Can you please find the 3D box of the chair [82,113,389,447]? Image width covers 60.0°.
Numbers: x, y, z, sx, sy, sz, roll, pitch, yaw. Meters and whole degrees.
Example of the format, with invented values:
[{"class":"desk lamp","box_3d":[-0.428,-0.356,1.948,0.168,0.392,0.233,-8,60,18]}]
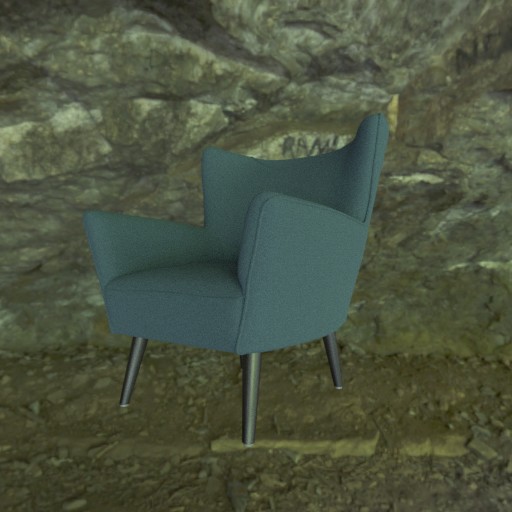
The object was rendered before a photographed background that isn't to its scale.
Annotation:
[{"class":"chair","box_3d":[0.000,0.000,1.531,0.781,0.933,0.888,0,0,36]}]
